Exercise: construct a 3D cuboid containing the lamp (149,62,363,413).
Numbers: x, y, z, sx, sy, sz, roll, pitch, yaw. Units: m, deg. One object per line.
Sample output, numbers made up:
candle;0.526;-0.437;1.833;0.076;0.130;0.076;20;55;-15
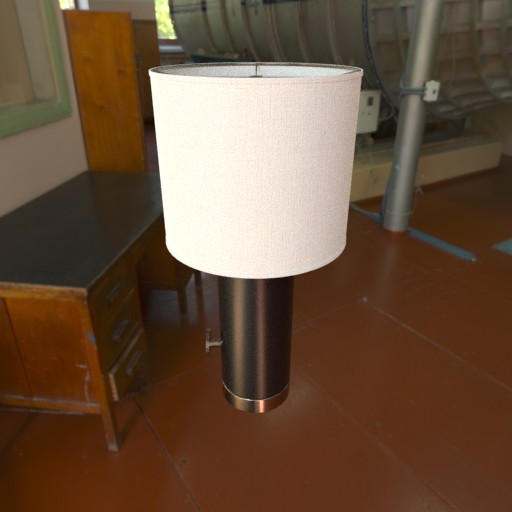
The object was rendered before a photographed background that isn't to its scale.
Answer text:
lamp;0.000;0.000;0.617;0.240;0.482;0.241;0;27;0
